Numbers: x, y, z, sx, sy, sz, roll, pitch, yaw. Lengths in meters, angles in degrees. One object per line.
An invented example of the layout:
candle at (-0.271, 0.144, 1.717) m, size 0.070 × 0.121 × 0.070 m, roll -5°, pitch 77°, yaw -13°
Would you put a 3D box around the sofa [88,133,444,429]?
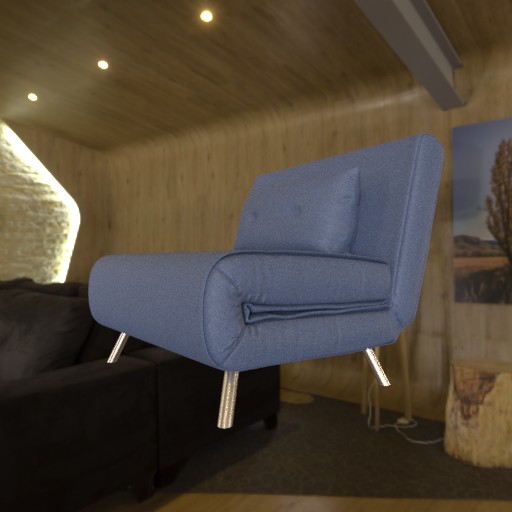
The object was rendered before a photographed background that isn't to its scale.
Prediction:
sofa at (0.000, 0.000, 1.701) m, size 0.996 × 0.860 × 0.999 m, roll 0°, pitch -1°, yaw -36°
